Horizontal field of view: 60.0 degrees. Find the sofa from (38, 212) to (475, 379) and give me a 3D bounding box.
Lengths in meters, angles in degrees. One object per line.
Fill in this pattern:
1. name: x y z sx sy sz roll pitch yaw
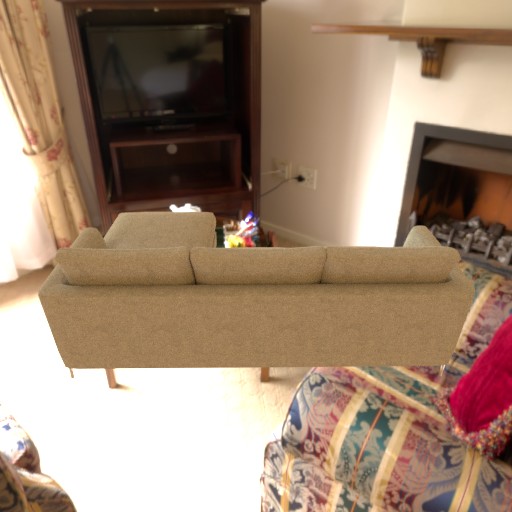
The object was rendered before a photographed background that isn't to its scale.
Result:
1. sofa: 0.000 0.000 3.186 2.438 0.864 1.626 0 29 -1
